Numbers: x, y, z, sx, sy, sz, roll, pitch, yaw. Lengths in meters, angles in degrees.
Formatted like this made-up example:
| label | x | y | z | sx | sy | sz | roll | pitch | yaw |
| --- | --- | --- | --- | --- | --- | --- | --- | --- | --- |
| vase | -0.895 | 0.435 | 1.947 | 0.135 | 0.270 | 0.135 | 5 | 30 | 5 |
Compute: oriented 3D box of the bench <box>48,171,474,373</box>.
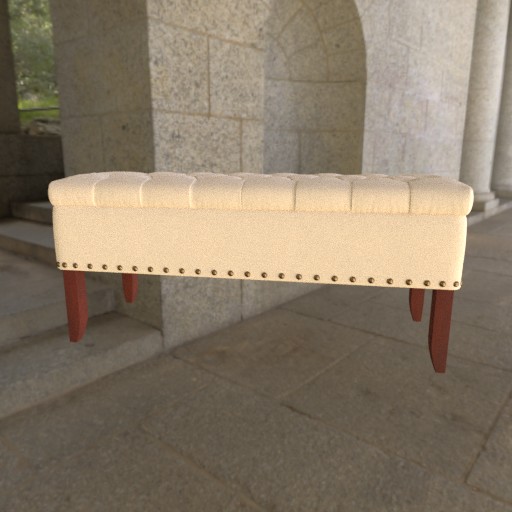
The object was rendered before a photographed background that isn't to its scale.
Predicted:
| label | x | y | z | sx | sy | sz | roll | pitch | yaw |
| --- | --- | --- | --- | --- | --- | --- | --- | --- | --- |
| bench | 0.000 | 0.000 | 1.291 | 1.054 | 0.470 | 0.400 | 2 | 13 | 10 |
